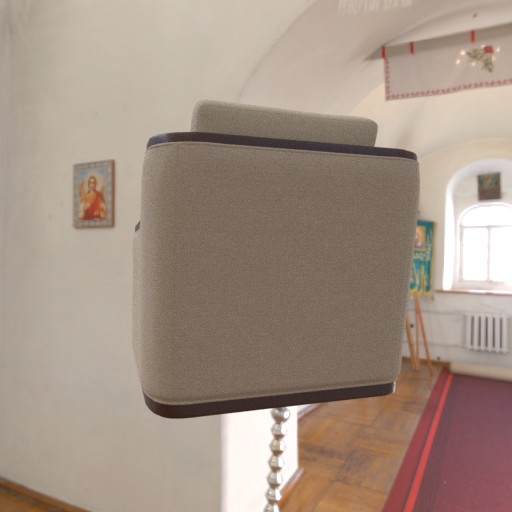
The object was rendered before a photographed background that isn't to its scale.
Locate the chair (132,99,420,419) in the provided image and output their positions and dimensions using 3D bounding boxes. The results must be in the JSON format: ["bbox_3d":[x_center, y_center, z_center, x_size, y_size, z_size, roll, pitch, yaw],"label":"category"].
[{"bbox_3d":[0.000,0.000,1.657,0.870,0.930,0.950,0,0,-18],"label":"chair"}]
